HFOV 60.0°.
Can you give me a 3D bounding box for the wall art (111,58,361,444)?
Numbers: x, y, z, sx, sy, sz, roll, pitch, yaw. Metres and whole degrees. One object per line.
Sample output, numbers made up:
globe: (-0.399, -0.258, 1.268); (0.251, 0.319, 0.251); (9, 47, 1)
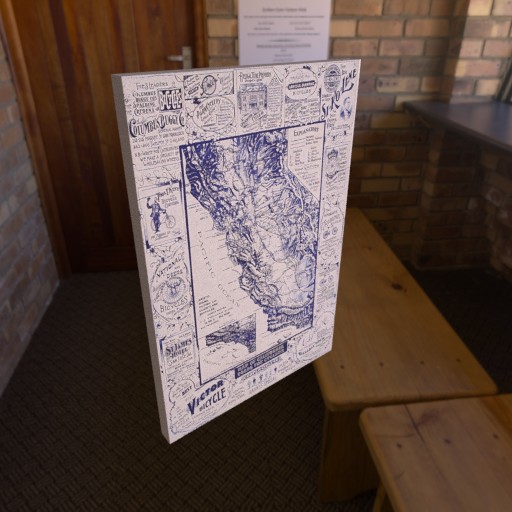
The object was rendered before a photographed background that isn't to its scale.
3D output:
wall art: (0.000, 0.000, 0.950); (0.511, 0.753, 0.039); (-20, 34, -33)
